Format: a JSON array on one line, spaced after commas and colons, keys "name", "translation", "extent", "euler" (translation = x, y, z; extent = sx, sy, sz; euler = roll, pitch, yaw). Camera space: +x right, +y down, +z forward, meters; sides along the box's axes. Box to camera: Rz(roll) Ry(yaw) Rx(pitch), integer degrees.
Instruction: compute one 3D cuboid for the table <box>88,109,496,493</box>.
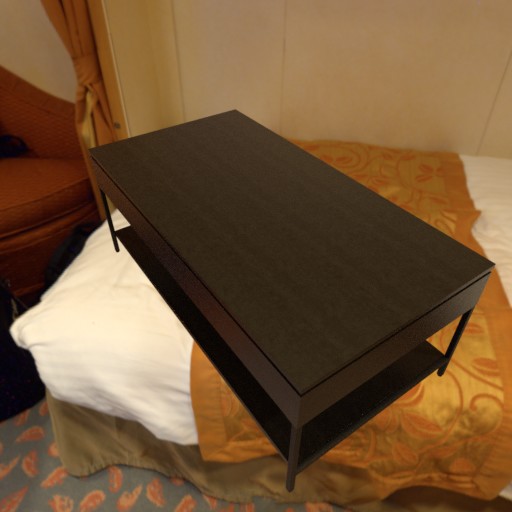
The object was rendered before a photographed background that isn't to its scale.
[{"name": "table", "translation": [0.000, 0.000, 1.370], "extent": [0.574, 0.435, 1.095], "euler": [-24, 46, -26]}]
